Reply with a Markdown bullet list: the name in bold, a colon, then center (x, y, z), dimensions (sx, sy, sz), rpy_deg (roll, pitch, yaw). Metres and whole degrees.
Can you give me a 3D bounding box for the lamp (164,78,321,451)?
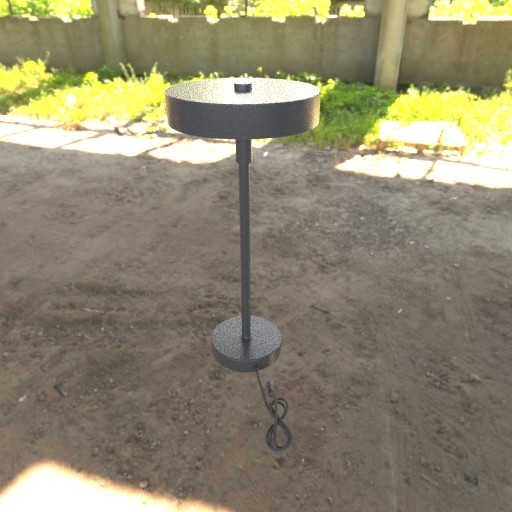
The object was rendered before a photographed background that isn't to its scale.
- **lamp**: center (0.000, 0.000, 0.717), dimensions (0.229, 0.508, 0.369), rpy_deg (-8, 31, -14)
